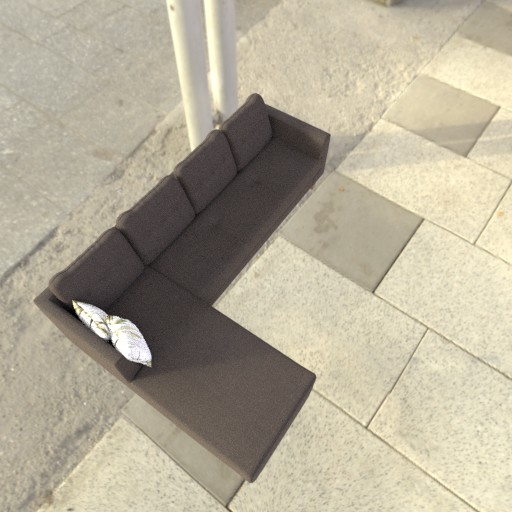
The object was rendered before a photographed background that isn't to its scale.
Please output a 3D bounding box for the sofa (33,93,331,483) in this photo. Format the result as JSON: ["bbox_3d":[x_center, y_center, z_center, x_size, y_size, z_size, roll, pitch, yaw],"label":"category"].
[{"bbox_3d":[0.000,0.000,3.547,1.829,0.932,2.679,31,63,18],"label":"sofa"}]
